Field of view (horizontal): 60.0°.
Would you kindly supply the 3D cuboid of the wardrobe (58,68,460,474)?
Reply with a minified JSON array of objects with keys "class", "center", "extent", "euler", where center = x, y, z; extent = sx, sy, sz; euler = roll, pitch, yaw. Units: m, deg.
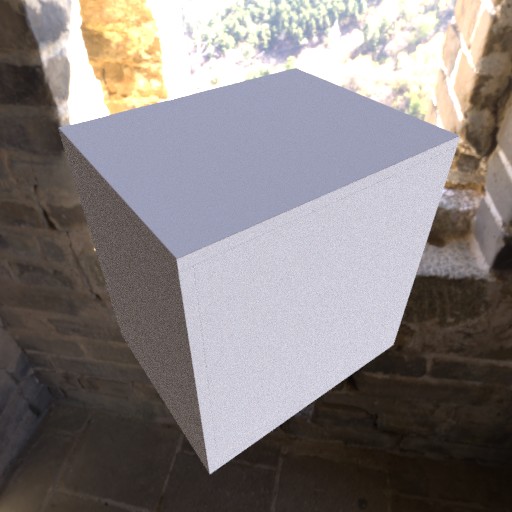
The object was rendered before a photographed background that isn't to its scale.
[{"class":"wardrobe","center":[0.000,0.000,0.872],"extent":[0.500,0.520,0.400],"euler":[-25,47,-27]}]
